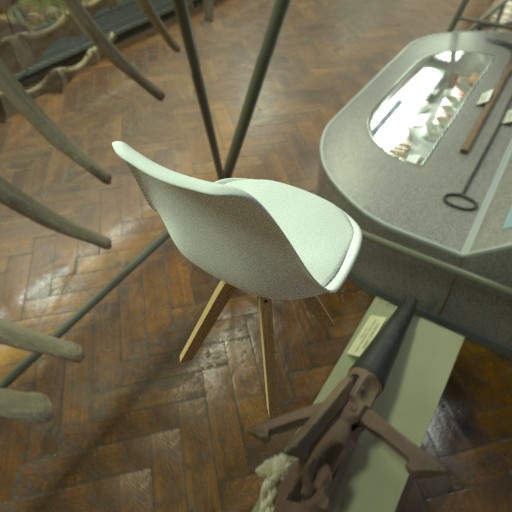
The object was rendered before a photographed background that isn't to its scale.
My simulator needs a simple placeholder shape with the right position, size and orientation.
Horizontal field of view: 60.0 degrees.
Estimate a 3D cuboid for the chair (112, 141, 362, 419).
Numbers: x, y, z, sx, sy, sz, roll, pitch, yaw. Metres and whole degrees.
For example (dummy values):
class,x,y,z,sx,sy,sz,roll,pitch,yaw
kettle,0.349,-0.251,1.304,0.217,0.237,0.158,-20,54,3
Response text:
class,x,y,z,sx,sy,sz,roll,pitch,yaw
chair,0.000,0.000,1.144,0.485,0.849,0.550,25,51,22
